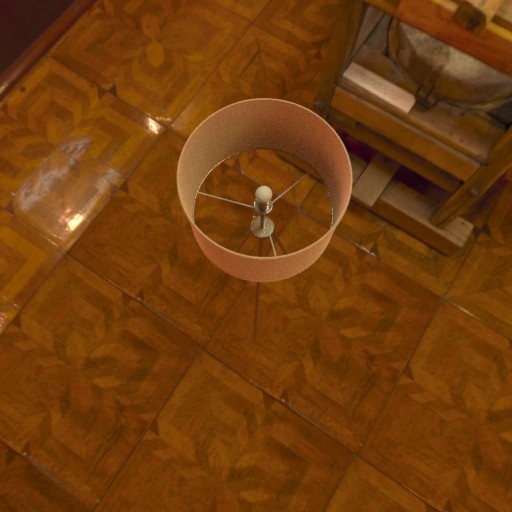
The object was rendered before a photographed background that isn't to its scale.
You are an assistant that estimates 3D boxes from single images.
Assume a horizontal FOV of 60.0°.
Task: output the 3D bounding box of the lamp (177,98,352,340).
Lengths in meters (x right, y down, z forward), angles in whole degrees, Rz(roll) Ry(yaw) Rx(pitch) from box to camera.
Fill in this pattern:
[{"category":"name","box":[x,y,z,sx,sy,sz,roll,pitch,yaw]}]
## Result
[{"category":"lamp","box":[0.000,0.000,1.776,0.460,1.545,0.449,35,77,9]}]
